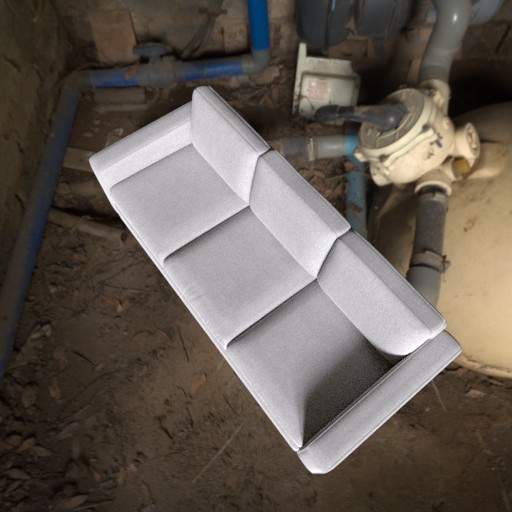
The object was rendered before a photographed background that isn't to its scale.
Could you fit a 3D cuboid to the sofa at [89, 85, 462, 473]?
[{"bbox_3d":[0.000,0.000,2.496,0.900,0.800,2.120,-35,69,-16],"label":"sofa"}]
